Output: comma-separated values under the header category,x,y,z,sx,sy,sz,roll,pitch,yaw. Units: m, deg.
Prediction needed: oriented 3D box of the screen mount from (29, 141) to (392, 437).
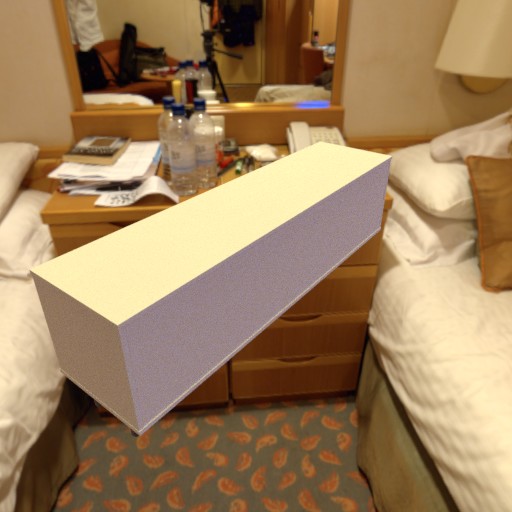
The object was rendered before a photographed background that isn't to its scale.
category,x,y,z,sx,sy,sz,roll,pitch,yaw
screen mount,0.000,0.000,1.829,0.418,0.520,1.600,22,37,32
